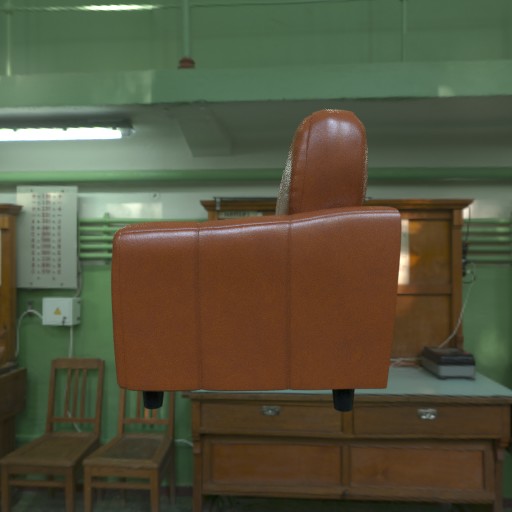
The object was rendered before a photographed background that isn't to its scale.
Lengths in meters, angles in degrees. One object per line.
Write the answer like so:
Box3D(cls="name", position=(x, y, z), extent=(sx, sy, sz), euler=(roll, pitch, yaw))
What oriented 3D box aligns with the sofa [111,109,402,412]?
Box3D(cls="sofa", position=(0.000, 0.000, 1.555), extent=(0.789, 0.876, 0.836), euler=(0, 0, 2))
